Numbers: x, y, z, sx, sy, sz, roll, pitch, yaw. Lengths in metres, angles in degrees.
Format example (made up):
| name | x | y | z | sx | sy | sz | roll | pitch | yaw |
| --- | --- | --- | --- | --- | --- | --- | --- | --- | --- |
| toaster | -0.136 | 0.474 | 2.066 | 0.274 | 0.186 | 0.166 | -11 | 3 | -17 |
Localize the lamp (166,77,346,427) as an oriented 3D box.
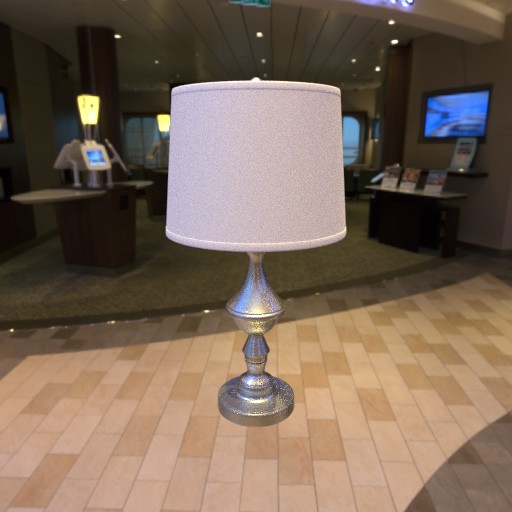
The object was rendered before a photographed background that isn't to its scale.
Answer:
| name | x | y | z | sx | sy | sz | roll | pitch | yaw |
| --- | --- | --- | --- | --- | --- | --- | --- | --- | --- |
| lamp | 0.000 | 0.000 | 0.973 | 0.383 | 0.733 | 0.383 | 0 | 15 | 0 |
